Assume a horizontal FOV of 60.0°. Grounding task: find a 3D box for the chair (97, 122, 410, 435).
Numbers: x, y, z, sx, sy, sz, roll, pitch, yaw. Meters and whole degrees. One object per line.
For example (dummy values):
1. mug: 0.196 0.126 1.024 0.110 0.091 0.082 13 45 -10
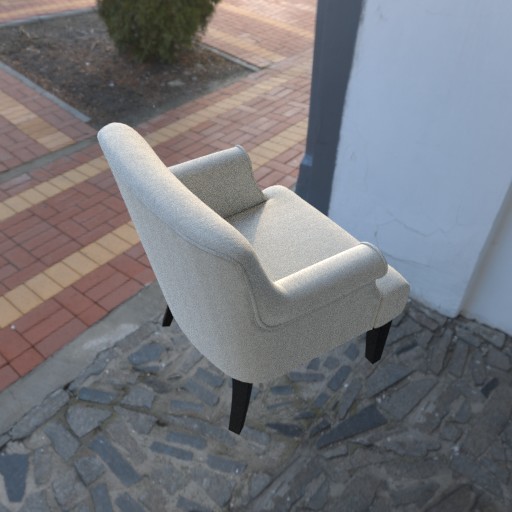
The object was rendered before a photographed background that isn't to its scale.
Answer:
1. chair: 0.000 0.000 1.461 0.750 0.875 0.781 -24 46 -24
